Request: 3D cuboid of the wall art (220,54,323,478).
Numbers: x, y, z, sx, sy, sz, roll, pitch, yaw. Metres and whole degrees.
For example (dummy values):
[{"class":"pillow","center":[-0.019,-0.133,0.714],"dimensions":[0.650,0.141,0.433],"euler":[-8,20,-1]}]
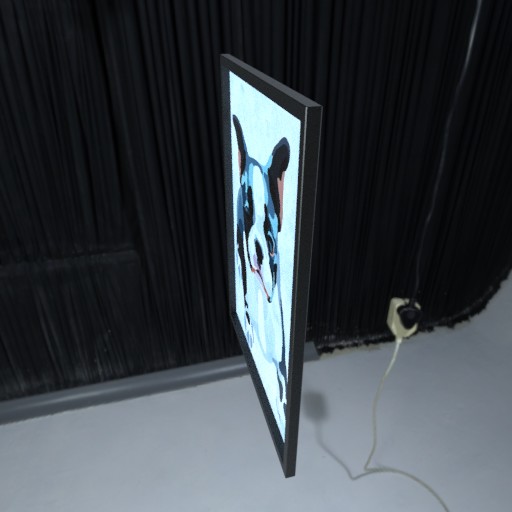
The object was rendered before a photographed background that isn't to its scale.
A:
[{"class":"wall art","center":[0.000,0.000,1.328],"dimensions":[0.030,1.027,0.774],"euler":[-8,31,-13]}]
